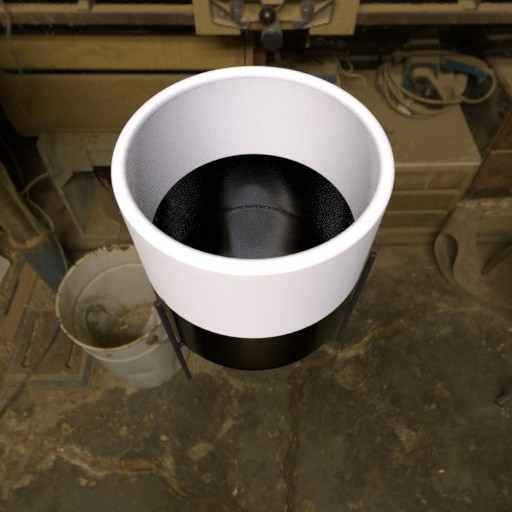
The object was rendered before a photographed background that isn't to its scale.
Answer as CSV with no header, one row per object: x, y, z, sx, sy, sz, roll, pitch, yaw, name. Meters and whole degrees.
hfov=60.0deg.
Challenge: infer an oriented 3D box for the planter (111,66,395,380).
0.000,0.000,0.655,0.310,0.432,0.310,1,58,0,planter
